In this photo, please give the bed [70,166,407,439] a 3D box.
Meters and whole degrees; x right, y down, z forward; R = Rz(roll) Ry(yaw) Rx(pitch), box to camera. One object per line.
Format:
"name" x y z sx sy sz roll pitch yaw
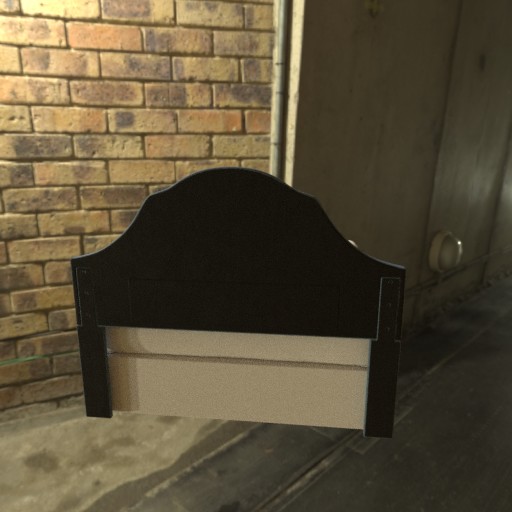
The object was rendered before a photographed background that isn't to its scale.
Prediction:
"bed" 0.000 0.000 3.787 2.039 1.617 2.477 2 14 6
